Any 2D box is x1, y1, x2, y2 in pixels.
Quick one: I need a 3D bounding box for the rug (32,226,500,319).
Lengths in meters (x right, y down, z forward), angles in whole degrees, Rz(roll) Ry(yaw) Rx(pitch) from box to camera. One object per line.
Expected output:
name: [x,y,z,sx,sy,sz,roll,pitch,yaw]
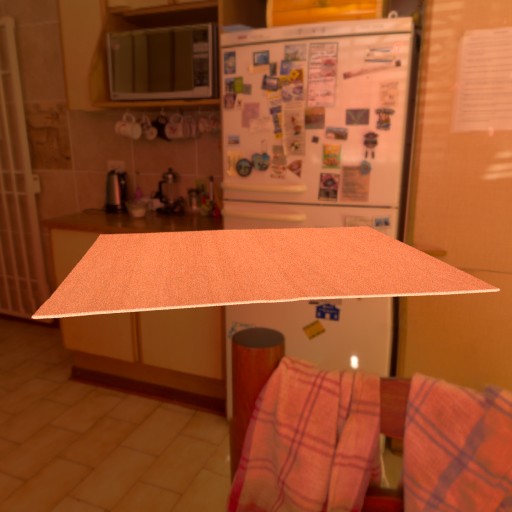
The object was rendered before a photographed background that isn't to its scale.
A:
rug: [0.000,0.000,4.111,3.202,0.045,2.434,-2,15,-9]
